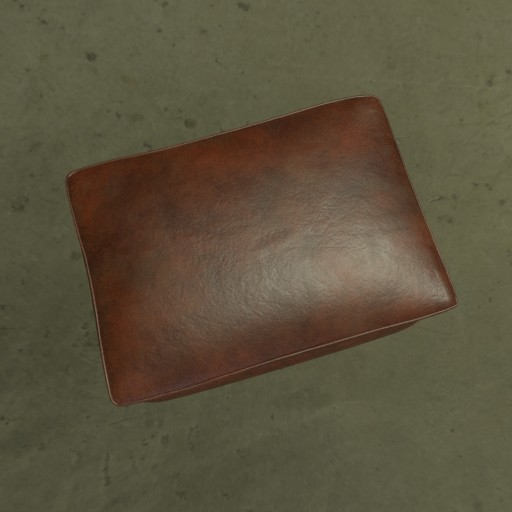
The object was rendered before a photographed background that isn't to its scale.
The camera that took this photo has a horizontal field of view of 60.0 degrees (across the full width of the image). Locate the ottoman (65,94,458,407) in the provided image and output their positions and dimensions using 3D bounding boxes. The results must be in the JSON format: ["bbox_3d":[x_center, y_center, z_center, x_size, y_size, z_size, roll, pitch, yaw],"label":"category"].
[{"bbox_3d":[0.000,0.000,0.991,0.665,0.432,0.501,-16,77,-4],"label":"ottoman"}]
